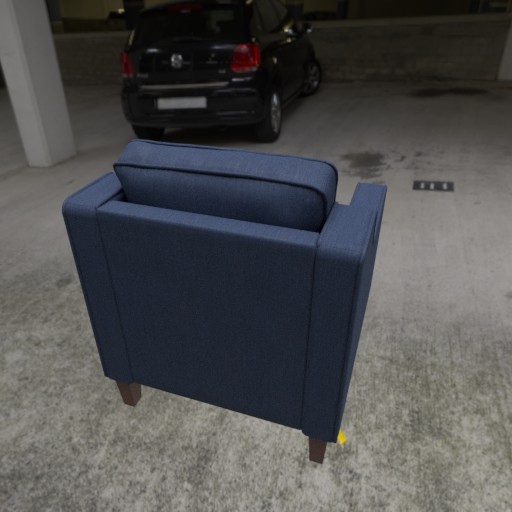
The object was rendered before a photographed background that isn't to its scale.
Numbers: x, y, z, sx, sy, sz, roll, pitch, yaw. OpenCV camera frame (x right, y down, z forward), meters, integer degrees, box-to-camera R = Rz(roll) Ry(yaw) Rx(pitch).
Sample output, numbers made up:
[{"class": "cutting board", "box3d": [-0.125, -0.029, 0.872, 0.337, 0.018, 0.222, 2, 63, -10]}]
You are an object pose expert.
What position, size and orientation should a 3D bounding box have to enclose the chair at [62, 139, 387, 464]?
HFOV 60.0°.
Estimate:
[{"class": "chair", "box3d": [0.000, 0.000, 1.641, 0.831, 0.960, 0.909, 10, 33, 16]}]
